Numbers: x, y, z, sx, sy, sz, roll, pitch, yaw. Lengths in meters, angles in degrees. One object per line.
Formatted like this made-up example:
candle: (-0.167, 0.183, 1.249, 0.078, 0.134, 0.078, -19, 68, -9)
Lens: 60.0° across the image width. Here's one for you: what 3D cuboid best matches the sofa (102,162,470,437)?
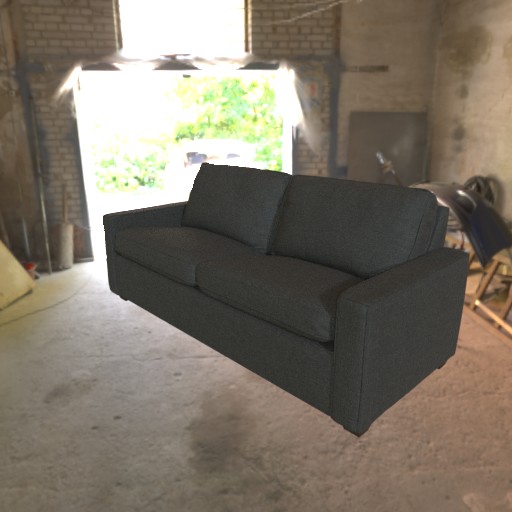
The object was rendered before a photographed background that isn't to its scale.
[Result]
sofa: (0.000, 0.000, 2.568, 0.940, 0.919, 2.080, -16, 24, -41)
